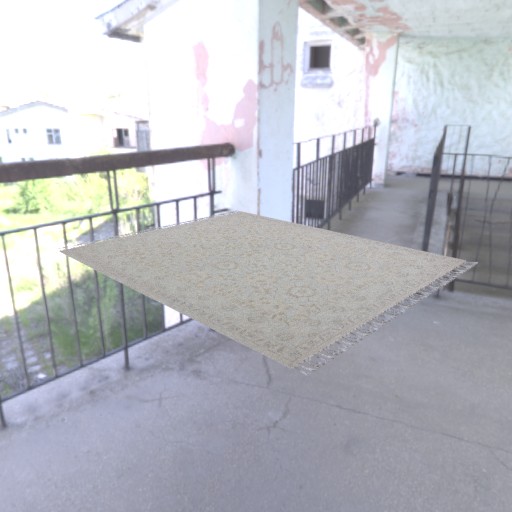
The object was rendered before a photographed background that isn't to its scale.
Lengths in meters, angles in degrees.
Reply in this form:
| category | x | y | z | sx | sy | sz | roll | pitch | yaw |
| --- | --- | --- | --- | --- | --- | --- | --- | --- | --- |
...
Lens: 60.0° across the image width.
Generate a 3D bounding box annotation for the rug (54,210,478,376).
| category | x | y | z | sx | sy | sz | roll | pitch | yaw |
| --- | --- | --- | --- | --- | --- | --- | --- | --- | --- |
| rug | 0.000 | 0.000 | 4.028 | 3.043 | 0.013 | 2.444 | 17 | 25 | 42 |
